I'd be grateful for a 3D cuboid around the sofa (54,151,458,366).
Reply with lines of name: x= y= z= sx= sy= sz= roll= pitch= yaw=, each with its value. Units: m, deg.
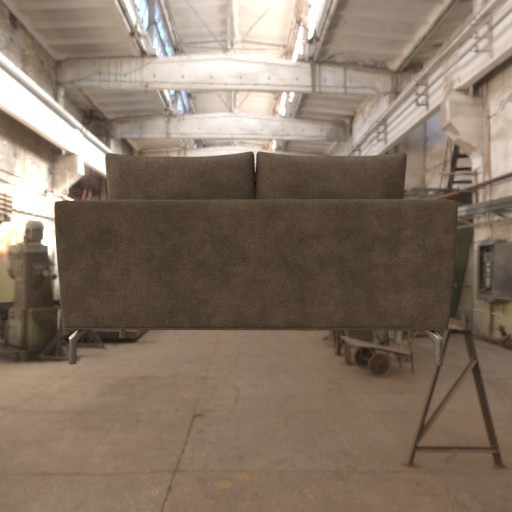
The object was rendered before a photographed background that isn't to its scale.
sofa: x=0.000 y=0.000 z=2.399 sx=1.832 sy=1.013 sz=0.855 roll=0 pitch=-1 yaw=1
